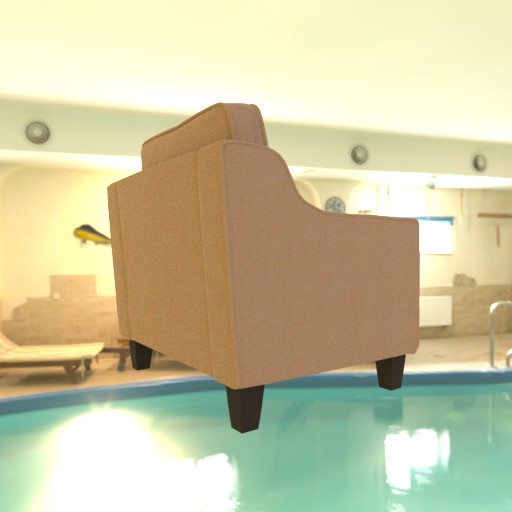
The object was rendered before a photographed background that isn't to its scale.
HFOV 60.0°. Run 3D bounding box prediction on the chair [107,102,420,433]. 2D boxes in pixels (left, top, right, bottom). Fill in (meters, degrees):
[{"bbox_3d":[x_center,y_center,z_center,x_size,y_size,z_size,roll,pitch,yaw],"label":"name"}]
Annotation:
[{"bbox_3d":[0.000,0.000,1.729,0.882,0.948,0.922,0,1,-36],"label":"chair"}]
